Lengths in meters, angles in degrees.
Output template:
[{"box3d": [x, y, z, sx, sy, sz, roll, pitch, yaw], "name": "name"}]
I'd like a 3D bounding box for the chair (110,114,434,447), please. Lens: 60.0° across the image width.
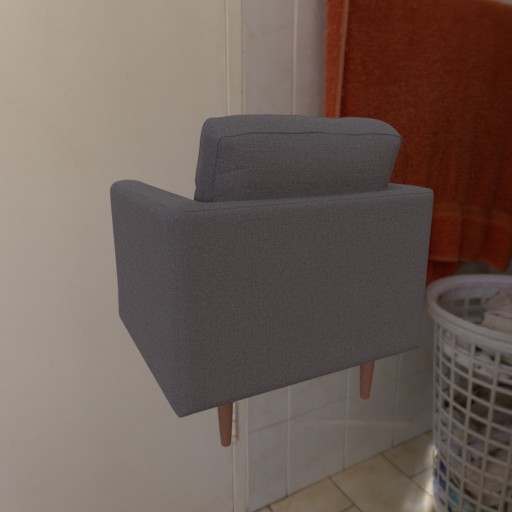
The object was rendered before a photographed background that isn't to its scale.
[{"box3d": [0.000, 0.000, 1.564, 0.854, 0.927, 0.800, -8, 17, -26], "name": "chair"}]
